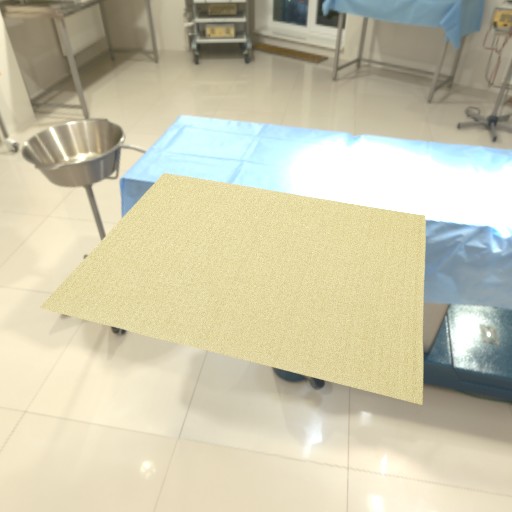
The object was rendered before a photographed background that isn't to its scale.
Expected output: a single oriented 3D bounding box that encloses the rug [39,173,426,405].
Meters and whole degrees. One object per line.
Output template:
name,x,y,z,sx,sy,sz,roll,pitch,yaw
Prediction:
rug,0.000,0.000,4.379,3.204,0.016,2.452,11,41,13
